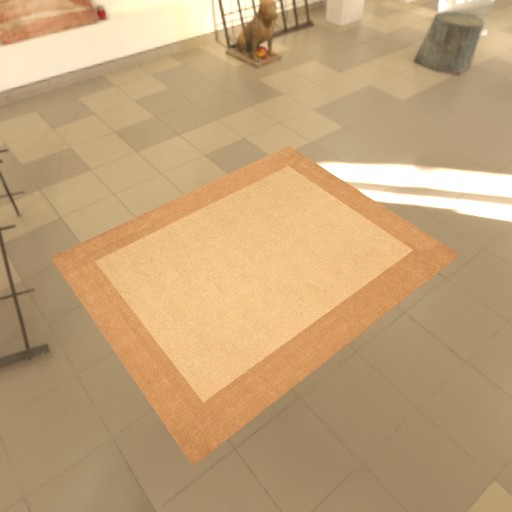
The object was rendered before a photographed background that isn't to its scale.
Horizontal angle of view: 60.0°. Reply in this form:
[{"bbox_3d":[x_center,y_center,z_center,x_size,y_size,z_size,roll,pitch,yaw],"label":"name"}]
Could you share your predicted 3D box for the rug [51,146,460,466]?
[{"bbox_3d":[0.000,0.000,4.225,3.048,0.014,2.438,-30,53,-26],"label":"rug"}]
